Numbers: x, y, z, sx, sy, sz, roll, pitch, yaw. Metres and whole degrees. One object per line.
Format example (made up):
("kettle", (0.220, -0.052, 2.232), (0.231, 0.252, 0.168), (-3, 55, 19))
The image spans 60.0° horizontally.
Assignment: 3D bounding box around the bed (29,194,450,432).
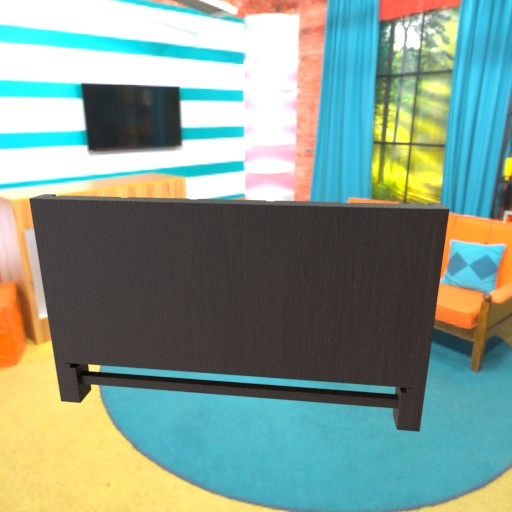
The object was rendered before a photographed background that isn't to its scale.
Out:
("bed", (0.000, 0.000, 3.464), (2.143, 1.261, 2.238), (2, 18, 7))
